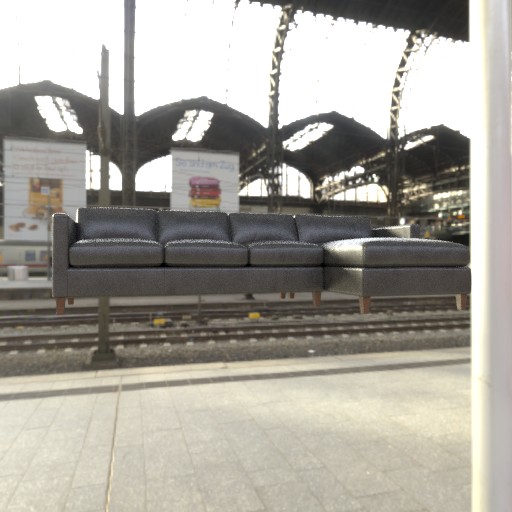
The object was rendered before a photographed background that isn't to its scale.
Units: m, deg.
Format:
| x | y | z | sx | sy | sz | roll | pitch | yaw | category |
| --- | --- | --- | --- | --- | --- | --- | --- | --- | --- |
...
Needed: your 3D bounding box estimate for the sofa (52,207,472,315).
| x | y | z | sx | sy | sz | roll | pitch | yaw | category |
| --- | --- | --- | --- | --- | --- | --- | --- | --- | --- |
| 0.000 | 0.000 | 3.840 | 3.203 | 0.883 | 1.581 | 0 | -1 | -18 | sofa |
